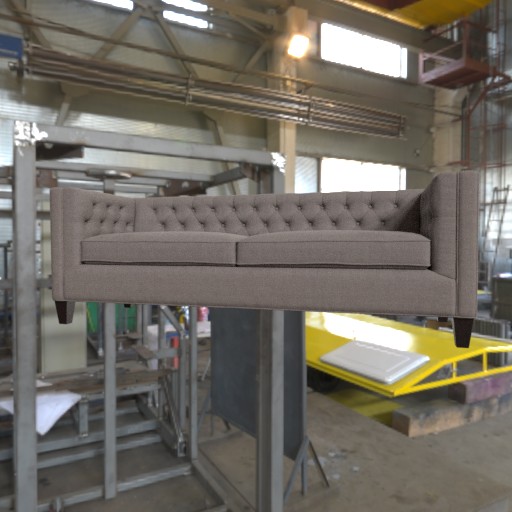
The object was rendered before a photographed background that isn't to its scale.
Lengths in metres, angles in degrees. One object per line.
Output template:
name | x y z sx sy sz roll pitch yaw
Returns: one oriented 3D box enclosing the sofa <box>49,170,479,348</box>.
sofa | 0.000 0.000 2.522 2.159 0.762 0.775 0 2 16
